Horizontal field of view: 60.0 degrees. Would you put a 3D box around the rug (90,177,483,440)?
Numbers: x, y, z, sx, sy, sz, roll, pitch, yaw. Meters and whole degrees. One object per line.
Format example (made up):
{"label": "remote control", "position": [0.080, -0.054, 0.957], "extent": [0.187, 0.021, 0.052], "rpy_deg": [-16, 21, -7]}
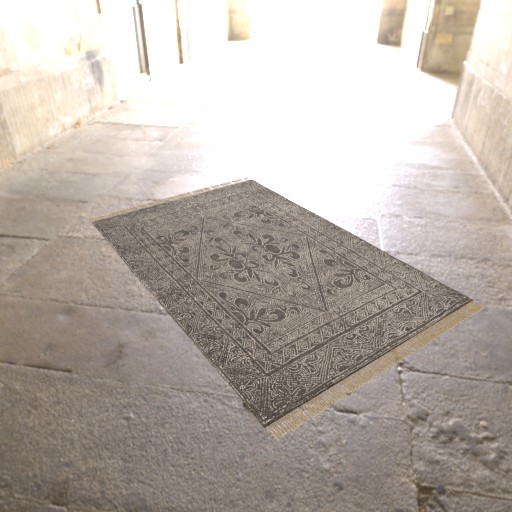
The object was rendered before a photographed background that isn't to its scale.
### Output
{"label": "rug", "position": [0.000, 0.000, 3.033], "extent": [1.529, 0.010, 2.440], "rpy_deg": [-20, 37, -29]}
